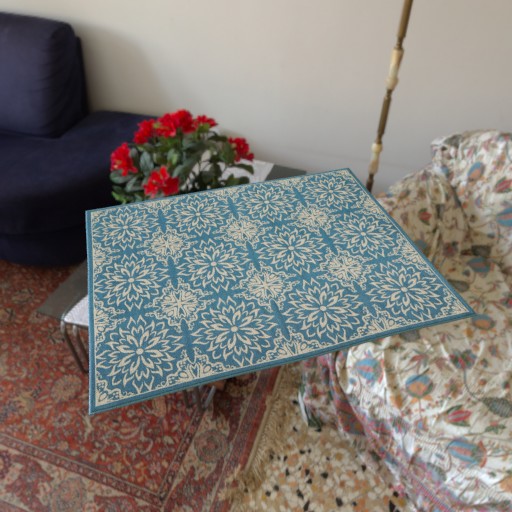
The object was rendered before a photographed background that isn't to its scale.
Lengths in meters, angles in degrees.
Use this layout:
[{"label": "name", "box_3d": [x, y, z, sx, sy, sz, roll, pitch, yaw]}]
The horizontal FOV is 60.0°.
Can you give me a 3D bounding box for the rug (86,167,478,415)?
[{"label": "rug", "box_3d": [0.000, 0.000, 4.031, 2.964, 0.018, 2.350, -11, 43, -12]}]
